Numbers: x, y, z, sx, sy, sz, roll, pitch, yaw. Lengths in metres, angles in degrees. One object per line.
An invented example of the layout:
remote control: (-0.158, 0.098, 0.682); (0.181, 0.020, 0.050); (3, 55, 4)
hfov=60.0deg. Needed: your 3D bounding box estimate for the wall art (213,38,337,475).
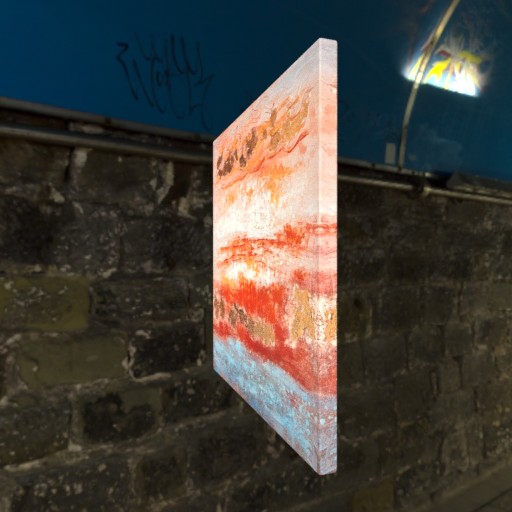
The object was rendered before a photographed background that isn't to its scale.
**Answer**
wall art: (0.000, 0.000, 1.111); (0.035, 0.747, 0.747); (0, 0, -20)
